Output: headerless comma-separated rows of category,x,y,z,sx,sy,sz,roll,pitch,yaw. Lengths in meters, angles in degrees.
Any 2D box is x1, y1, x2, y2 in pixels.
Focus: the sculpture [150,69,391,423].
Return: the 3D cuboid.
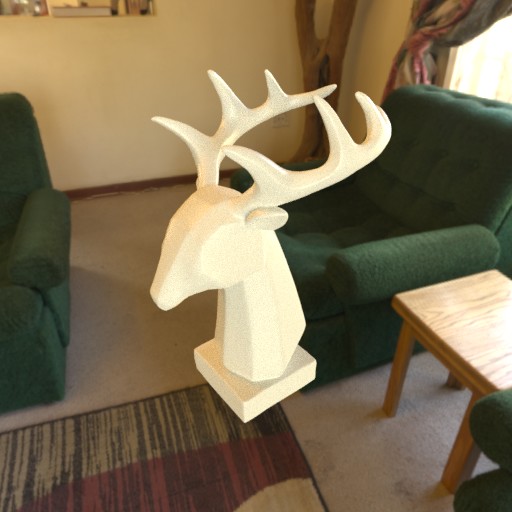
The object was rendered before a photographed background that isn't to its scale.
sculpture,0.000,0.000,0.444,0.224,0.329,0.174,-21,37,-31
